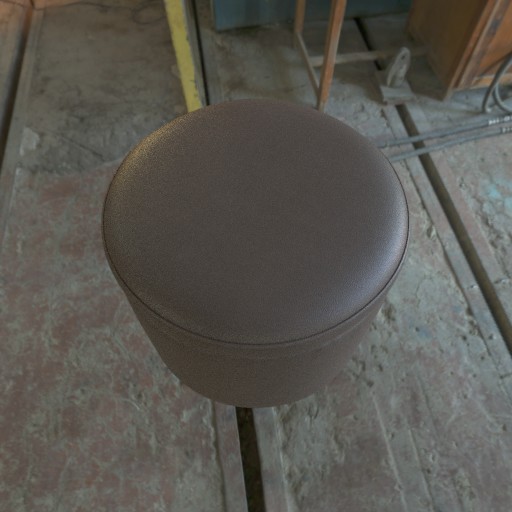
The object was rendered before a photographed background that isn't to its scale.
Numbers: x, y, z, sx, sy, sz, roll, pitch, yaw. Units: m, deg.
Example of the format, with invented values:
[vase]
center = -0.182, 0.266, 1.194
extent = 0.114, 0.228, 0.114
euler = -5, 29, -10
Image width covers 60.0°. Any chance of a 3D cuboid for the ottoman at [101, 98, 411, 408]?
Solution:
[ottoman]
center = 0.000, 0.000, 0.863
extent = 0.500, 0.409, 0.500
euler = 0, 59, 0
